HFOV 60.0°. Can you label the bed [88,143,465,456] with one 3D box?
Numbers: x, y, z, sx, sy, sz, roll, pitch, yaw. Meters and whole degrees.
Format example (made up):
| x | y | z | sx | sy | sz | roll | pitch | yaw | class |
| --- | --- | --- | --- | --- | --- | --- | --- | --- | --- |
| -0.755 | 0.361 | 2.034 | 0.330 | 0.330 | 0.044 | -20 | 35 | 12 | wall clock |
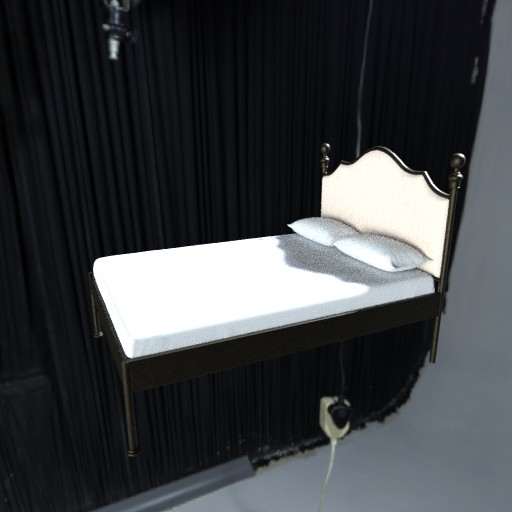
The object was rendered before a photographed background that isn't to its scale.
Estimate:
| x | y | z | sx | sy | sz | roll | pitch | yaw | class |
| --- | --- | --- | --- | --- | --- | --- | --- | --- | --- |
| 0.000 | 0.000 | 3.139 | 2.170 | 1.462 | 1.533 | -8 | 19 | -25 | bed |
